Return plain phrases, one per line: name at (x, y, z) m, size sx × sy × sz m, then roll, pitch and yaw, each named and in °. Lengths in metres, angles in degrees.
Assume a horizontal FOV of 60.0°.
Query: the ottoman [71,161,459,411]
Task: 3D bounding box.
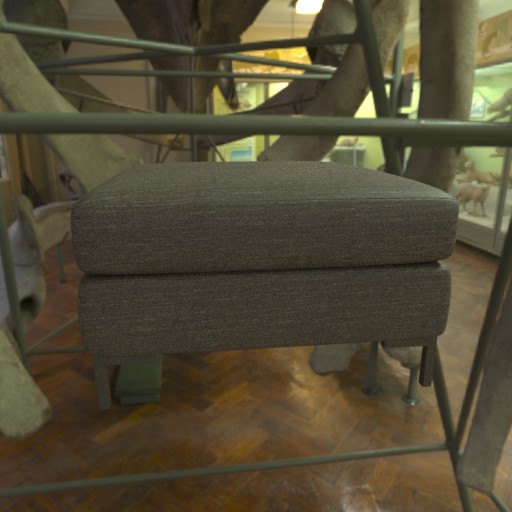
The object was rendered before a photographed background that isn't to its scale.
ottoman at (0.000, 0.000, 1.228) m, size 0.820 × 0.490 × 0.671 m, roll -2°, pitch 17°, yaw -7°
